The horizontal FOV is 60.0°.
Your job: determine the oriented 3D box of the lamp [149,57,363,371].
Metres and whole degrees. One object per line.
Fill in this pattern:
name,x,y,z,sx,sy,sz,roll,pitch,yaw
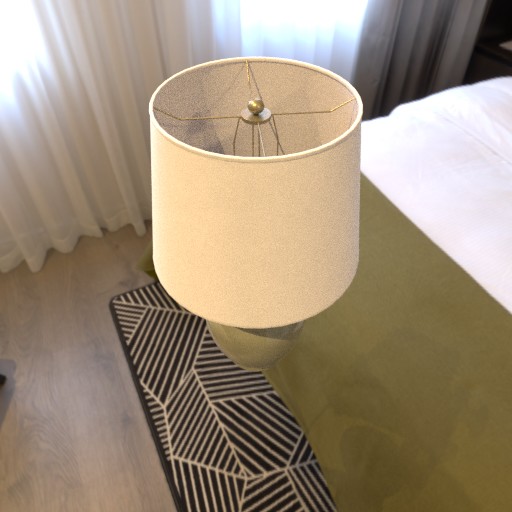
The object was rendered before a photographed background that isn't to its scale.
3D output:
lamp,0.000,0.000,0.537,0.239,0.399,0.239,0,46,0
